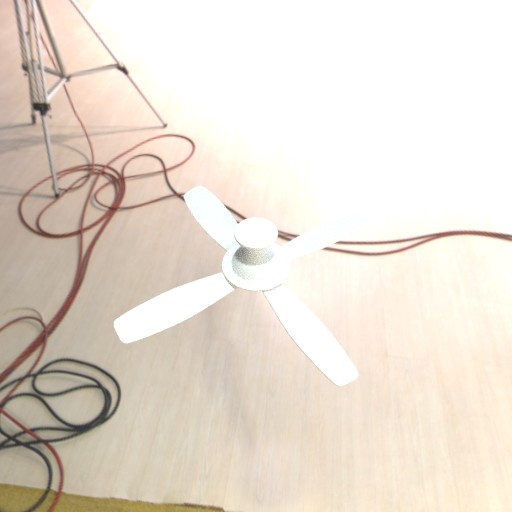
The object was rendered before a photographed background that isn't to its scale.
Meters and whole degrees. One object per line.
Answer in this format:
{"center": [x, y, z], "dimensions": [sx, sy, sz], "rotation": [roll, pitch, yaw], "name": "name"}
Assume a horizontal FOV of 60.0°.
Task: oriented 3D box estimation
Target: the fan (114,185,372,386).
{"center": [0.000, 0.000, 2.518], "dimensions": [1.694, 0.382, 1.693], "rotation": [-25, 52, -21], "name": "fan"}
